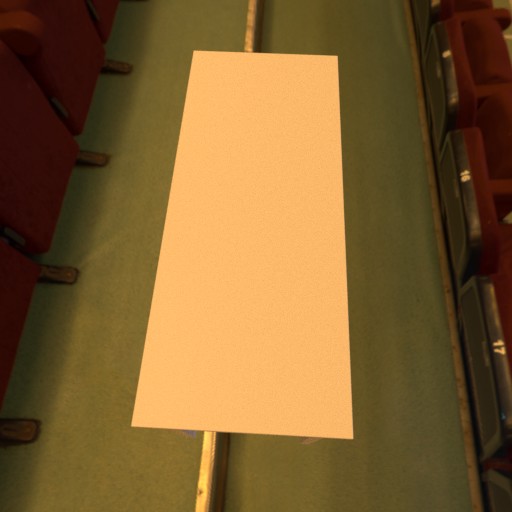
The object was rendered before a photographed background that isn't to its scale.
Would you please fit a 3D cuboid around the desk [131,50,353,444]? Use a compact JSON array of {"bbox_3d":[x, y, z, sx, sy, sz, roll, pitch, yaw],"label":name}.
[{"bbox_3d":[0.000,0.000,1.760,0.559,0.774,1.372,3,64,1],"label":"desk"}]
